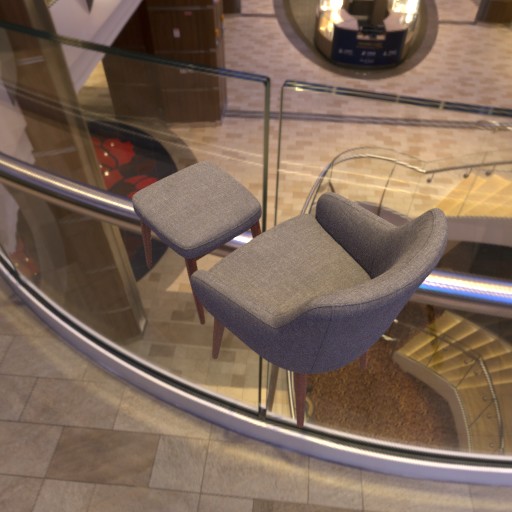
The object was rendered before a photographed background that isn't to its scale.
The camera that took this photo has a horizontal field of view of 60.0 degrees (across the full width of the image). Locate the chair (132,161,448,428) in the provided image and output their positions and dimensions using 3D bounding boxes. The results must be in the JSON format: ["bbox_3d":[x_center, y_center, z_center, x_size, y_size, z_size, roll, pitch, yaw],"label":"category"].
[{"bbox_3d":[0.000,0.000,1.538,0.584,0.799,1.107,-32,55,-26],"label":"chair"}]
